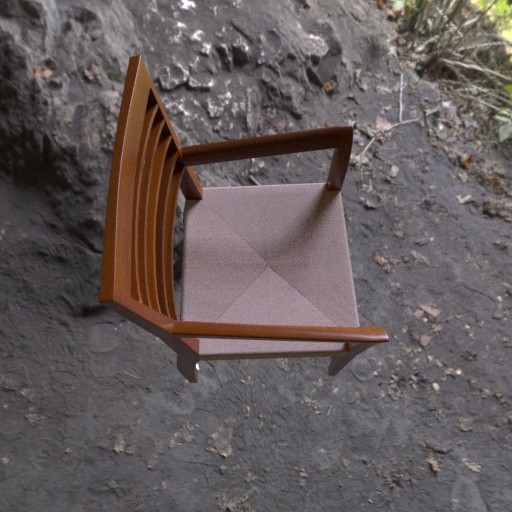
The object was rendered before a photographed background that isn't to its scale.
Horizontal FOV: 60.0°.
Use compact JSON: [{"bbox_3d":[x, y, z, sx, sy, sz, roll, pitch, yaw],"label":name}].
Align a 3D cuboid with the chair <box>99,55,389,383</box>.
[{"bbox_3d":[0.000,0.000,1.209,0.540,0.855,0.587,-2,64,-1],"label":"chair"}]
